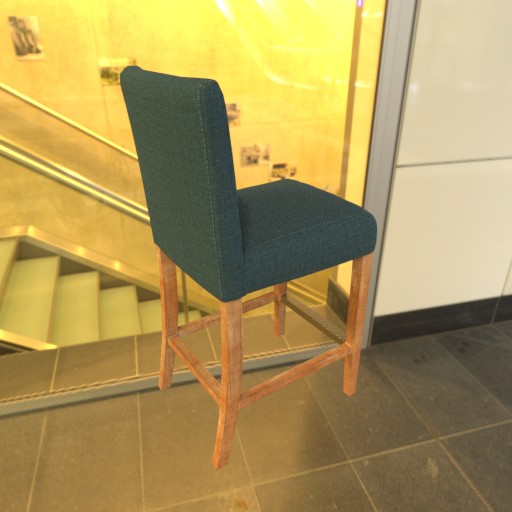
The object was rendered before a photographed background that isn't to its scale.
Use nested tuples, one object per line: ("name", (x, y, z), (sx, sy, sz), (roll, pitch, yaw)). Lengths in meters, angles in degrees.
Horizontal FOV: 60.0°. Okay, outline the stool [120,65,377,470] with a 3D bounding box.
("stool", (0.000, 0.000, 1.314), (0.567, 1.039, 0.454), (-18, 32, -30))
